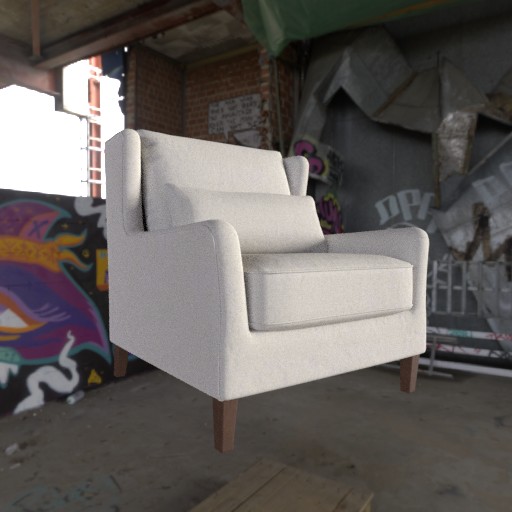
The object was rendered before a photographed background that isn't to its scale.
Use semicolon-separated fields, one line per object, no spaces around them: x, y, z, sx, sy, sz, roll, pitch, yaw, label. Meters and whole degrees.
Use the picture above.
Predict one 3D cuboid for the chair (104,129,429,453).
0.000;0.000;1.822;0.982;1.056;1.040;-1;2;-36;chair
